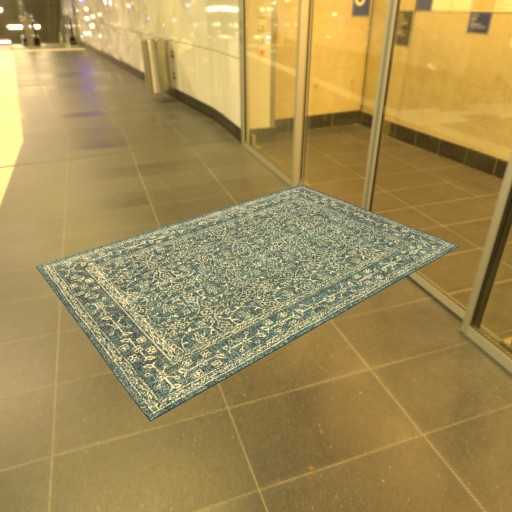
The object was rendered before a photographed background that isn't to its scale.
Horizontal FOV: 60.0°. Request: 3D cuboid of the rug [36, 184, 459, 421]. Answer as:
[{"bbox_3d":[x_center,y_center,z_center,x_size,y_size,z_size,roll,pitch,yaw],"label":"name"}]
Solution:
[{"bbox_3d":[0.000,0.000,2.266,1.819,0.005,1.200,-22,36,-33],"label":"rug"}]
